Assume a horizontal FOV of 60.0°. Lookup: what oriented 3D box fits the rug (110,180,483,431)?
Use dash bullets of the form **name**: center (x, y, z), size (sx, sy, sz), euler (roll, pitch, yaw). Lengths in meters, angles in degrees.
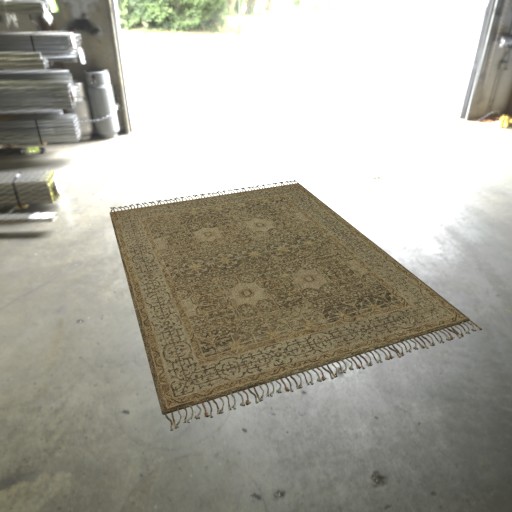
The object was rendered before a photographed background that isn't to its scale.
- **rug**: center (0.000, 0.000, 4.285), size (2.431, 0.017, 3.291), euler (-12, 33, -18)
